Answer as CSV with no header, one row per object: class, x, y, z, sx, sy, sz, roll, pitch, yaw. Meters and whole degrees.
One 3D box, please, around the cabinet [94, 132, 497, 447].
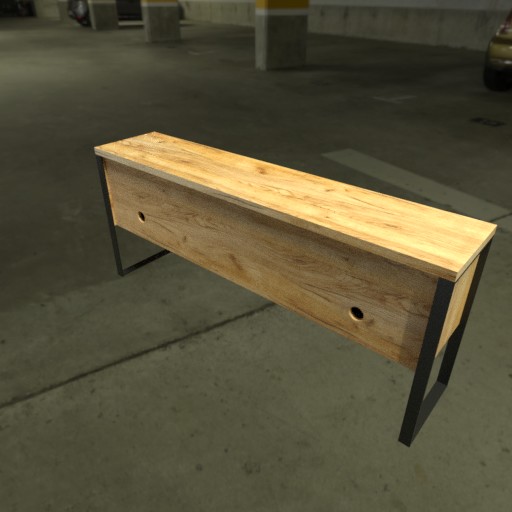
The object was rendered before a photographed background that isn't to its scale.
cabinet,0.000,0.000,2.055,1.800,0.762,0.395,23,38,34
